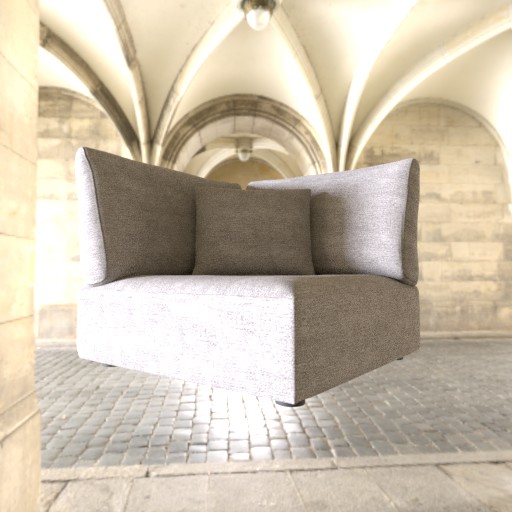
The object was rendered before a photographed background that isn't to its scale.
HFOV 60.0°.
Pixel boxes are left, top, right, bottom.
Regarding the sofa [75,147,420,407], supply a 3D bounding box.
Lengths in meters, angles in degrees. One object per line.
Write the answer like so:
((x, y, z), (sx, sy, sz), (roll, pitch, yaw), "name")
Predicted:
((0.000, 0.000, 1.737), (1.000, 0.820, 1.000), (-1, -2, 37), "sofa")
